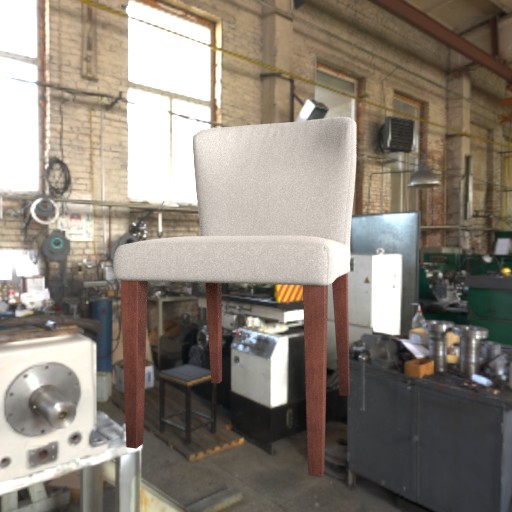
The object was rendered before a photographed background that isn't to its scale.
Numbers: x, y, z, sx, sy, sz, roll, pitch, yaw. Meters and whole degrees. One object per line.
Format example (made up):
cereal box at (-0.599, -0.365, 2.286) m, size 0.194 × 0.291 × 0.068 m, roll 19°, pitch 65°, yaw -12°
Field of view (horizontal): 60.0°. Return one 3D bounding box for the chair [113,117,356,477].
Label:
chair at (0.000, 0.000, 1.165) m, size 0.491 × 0.839 × 0.592 m, roll 0°, pitch 1°, yaw 17°
